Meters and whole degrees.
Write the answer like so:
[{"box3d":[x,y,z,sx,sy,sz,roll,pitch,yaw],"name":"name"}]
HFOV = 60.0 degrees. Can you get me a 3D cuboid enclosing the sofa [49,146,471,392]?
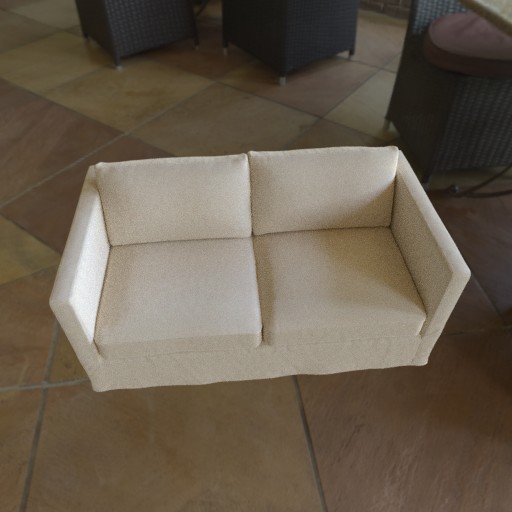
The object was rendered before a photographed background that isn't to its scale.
[{"box3d":[0.000,0.000,2.300,1.746,0.834,0.962,-4,46,-4],"name":"sofa"}]
